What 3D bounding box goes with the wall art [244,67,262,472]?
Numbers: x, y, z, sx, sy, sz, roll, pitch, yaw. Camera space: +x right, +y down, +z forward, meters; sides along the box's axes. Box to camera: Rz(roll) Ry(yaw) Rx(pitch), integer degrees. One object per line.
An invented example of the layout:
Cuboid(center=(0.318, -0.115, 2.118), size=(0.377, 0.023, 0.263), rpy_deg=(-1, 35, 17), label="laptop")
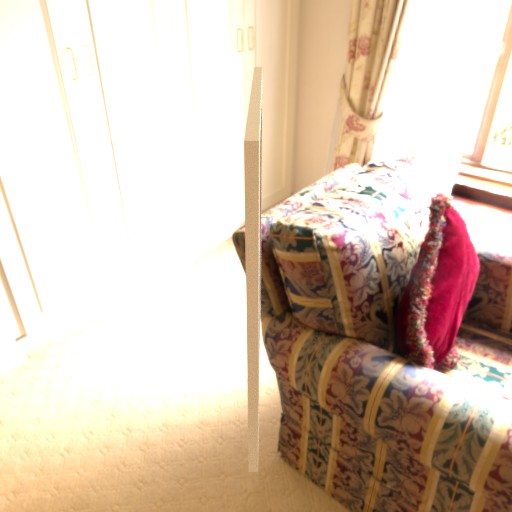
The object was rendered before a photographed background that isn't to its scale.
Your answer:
Cuboid(center=(0.000, 0.000, 0.646), size=(0.013, 0.456, 0.382), rpy_deg=(1, 32, 1), label="wall art")
